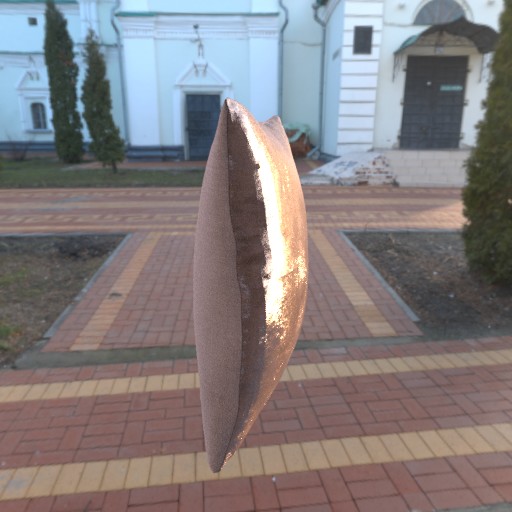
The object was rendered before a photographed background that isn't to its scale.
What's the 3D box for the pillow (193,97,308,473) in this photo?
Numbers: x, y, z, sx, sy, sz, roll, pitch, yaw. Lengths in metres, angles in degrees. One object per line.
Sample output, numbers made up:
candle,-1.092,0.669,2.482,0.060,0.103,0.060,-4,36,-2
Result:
pillow,0.000,0.000,0.730,0.175,0.464,0.470,3,16,9
